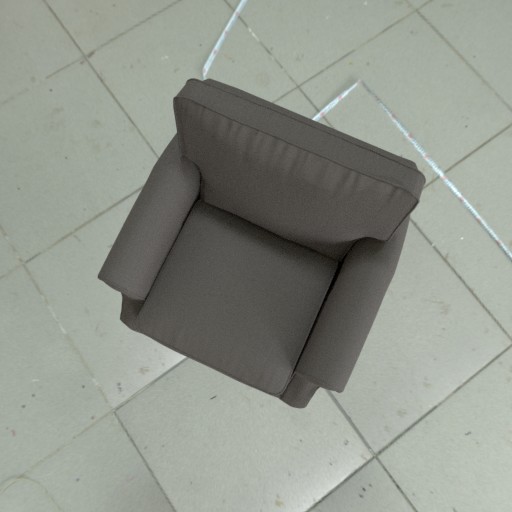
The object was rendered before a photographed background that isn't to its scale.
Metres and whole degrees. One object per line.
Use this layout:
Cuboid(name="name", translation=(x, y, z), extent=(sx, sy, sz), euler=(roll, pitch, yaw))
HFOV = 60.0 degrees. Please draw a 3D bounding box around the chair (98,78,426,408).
Cuboid(name="chair", translation=(0.000, 0.000, 1.789), extent=(1.029, 0.967, 0.966), euler=(24, 78, 6))
